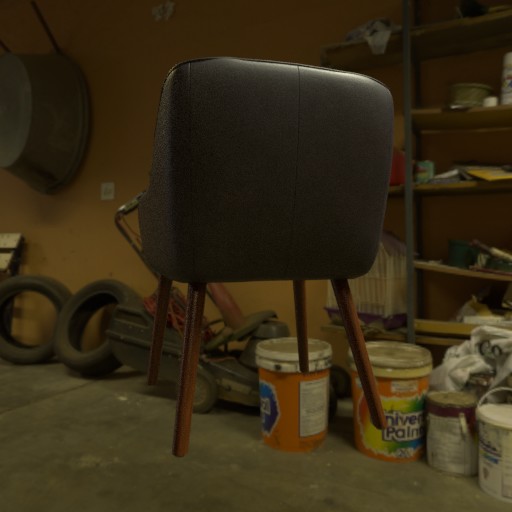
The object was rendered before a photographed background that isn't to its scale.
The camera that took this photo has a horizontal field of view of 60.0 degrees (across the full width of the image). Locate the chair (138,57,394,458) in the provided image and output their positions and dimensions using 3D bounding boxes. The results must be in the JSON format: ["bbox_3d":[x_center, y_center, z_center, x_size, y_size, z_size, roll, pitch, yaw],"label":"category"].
[{"bbox_3d":[0.000,0.000,1.222,0.610,0.828,0.610,0,1,-17],"label":"chair"}]
